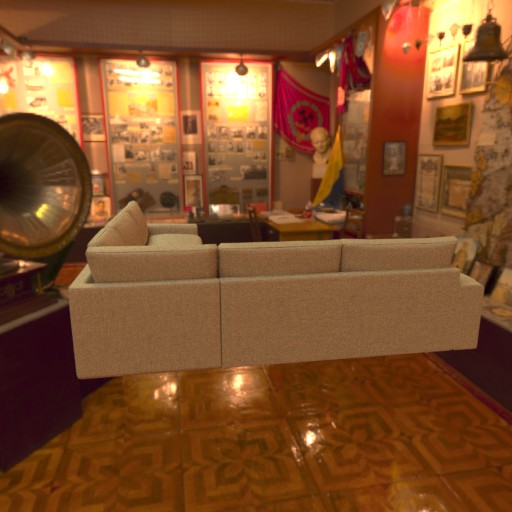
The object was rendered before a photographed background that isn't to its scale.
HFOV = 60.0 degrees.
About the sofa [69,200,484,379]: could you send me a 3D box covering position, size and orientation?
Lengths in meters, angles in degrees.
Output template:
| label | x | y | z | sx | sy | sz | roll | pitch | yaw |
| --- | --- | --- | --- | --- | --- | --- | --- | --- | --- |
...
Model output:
| label | x | y | z | sx | sy | sz | roll | pitch | yaw |
| --- | --- | --- | --- | --- | --- | --- | --- | --- | --- |
| sofa | 0.000 | 0.000 | 4.054 | 2.622 | 0.800 | 2.742 | -2 | 14 | -9 |
